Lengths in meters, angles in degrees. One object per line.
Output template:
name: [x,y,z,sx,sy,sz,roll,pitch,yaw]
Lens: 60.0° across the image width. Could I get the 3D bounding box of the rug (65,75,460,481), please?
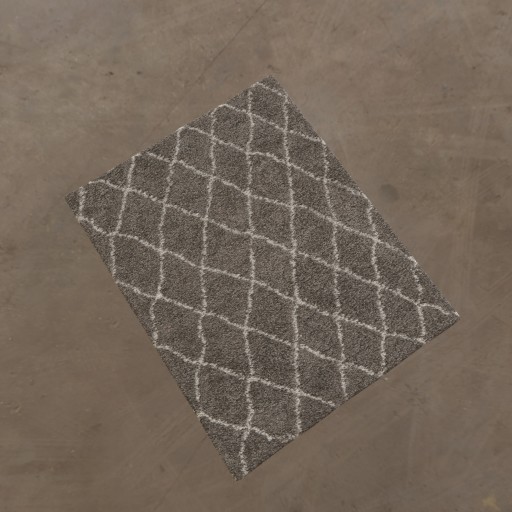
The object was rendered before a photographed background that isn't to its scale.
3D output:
rug: [0.000,0.000,4.153,2.438,0.029,3.047,-33,79,-8]
